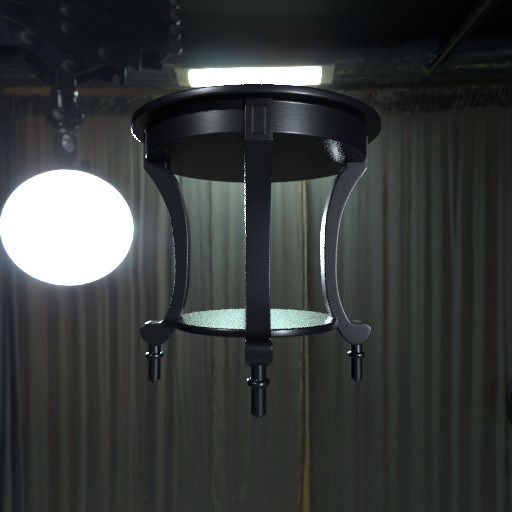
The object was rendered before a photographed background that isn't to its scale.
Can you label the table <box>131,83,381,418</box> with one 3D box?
[{"bbox_3d":[0.000,0.000,1.094,0.597,0.618,0.597,0,-1,0],"label":"table"}]
